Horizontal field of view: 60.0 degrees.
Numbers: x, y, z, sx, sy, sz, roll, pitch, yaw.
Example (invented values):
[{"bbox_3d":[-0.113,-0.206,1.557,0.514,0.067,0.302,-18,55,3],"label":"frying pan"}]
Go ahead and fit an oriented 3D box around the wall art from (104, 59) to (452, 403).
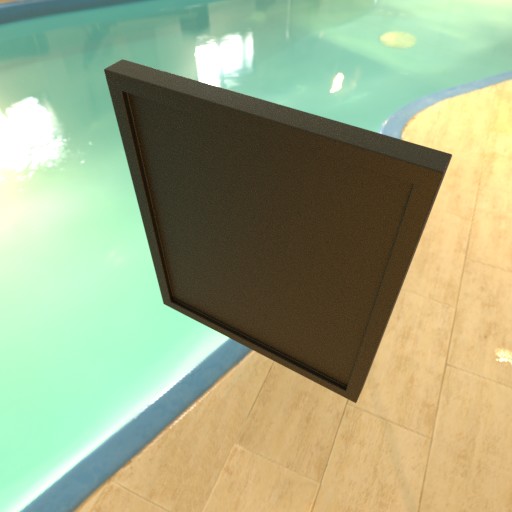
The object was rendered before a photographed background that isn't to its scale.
[{"bbox_3d":[0.000,0.000,0.522,0.328,0.381,0.028,23,51,20],"label":"wall art"}]
